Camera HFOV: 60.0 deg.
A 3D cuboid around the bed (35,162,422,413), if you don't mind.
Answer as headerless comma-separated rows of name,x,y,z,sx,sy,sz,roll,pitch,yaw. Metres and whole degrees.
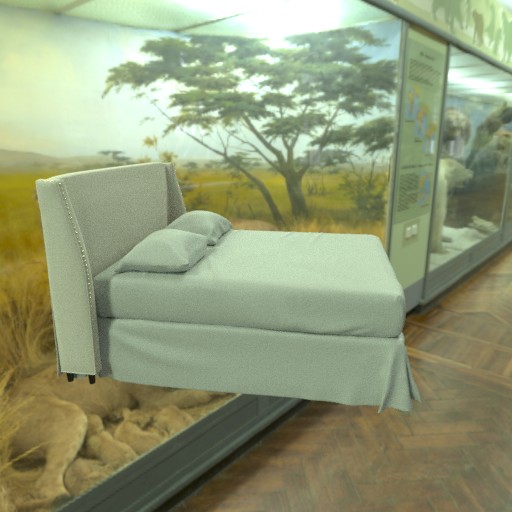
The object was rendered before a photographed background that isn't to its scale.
bed,0.000,0.000,3.418,2.276,1.332,1.925,3,15,10
